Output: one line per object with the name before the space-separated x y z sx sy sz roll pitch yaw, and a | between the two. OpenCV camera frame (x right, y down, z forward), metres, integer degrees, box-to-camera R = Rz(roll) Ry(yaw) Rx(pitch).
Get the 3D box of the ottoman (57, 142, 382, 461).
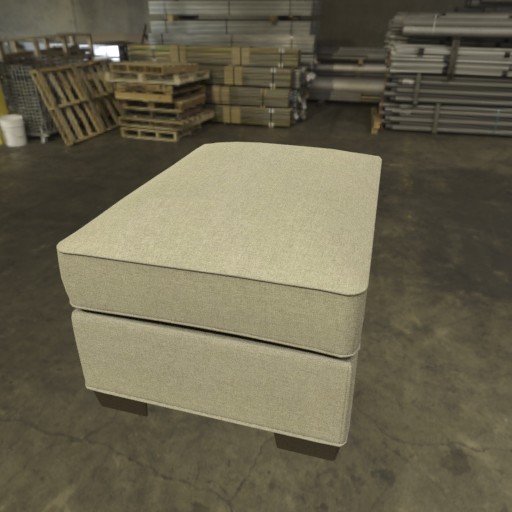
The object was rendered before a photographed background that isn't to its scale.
ottoman | 0.000 0.000 1.241 0.619 0.504 0.843 8 30 14
